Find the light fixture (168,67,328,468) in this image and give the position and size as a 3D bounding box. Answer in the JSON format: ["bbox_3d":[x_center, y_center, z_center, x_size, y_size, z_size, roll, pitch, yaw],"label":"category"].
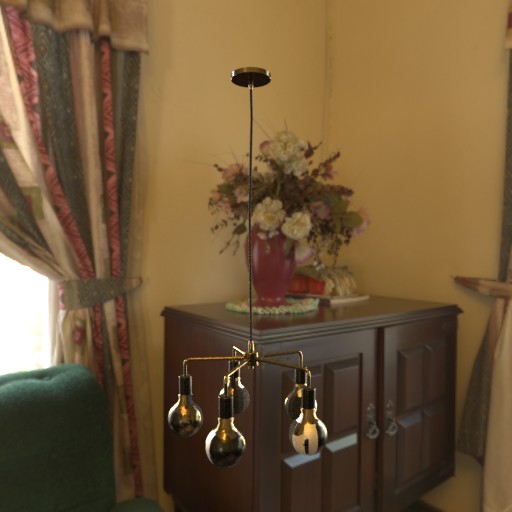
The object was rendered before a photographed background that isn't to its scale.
[{"bbox_3d":[0.000,0.000,1.203,0.421,0.988,0.438,0,0,37],"label":"light fixture"}]
